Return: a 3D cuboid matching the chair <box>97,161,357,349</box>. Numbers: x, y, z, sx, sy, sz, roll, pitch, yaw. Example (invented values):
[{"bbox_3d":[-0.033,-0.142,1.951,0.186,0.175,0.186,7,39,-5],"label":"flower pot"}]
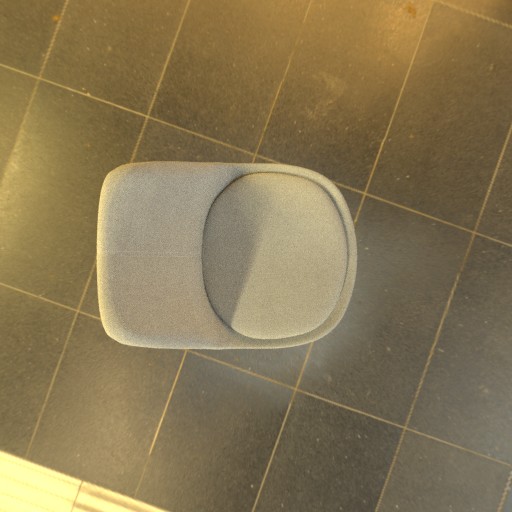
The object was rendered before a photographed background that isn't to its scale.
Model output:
[{"bbox_3d":[0.000,0.000,1.182,0.549,0.863,0.474,0,90,0],"label":"chair"}]
